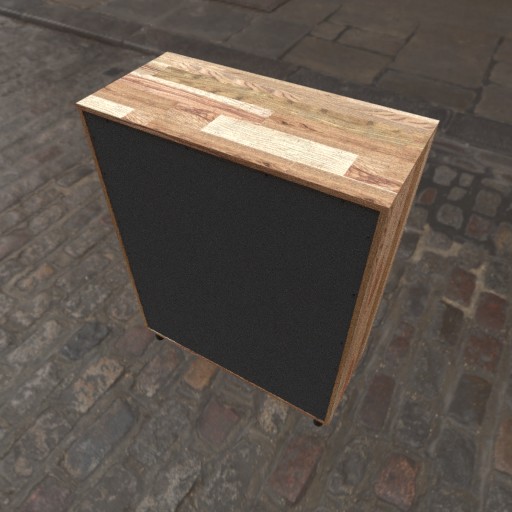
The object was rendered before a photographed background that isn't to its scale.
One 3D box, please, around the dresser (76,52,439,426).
[{"bbox_3d":[0.000,0.000,1.744,0.966,1.243,0.480,23,50,20],"label":"dresser"}]
